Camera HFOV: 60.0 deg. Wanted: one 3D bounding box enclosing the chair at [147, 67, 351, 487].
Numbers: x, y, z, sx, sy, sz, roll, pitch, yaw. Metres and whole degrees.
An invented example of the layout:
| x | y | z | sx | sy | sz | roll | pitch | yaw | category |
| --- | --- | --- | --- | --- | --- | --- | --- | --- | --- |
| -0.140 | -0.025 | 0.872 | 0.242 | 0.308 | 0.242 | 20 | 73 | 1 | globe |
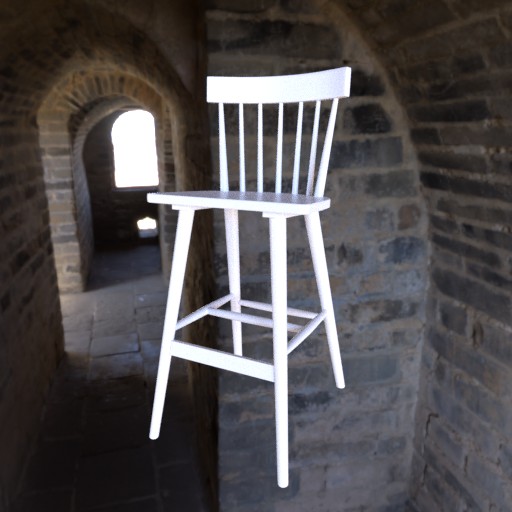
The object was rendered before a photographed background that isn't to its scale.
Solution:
| x | y | z | sx | sy | sz | roll | pitch | yaw | category |
| --- | --- | --- | --- | --- | --- | --- | --- | --- | --- |
| 0.000 | 0.000 | 1.378 | 0.483 | 1.092 | 0.572 | 7 | 17 | 26 | chair |
